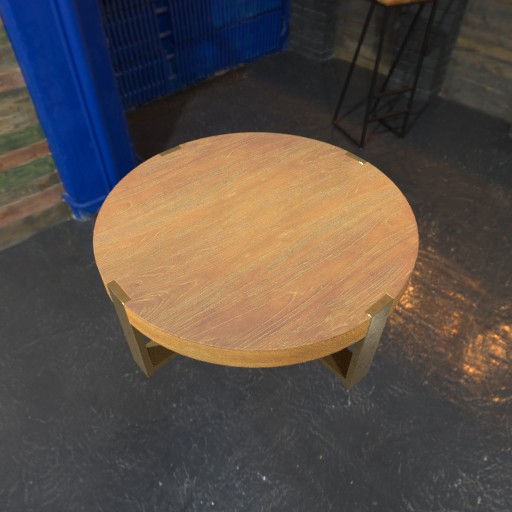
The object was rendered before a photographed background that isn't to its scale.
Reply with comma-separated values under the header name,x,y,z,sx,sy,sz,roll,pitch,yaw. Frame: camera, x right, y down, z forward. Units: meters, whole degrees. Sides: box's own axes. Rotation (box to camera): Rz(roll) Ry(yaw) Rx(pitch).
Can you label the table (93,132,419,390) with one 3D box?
name,x,y,z,sx,sy,sz,roll,pitch,yaw
table,0.000,0.000,1.700,1.100,0.420,1.100,0,45,0
